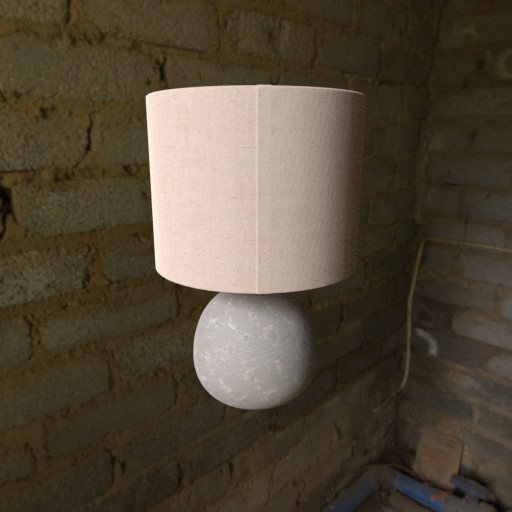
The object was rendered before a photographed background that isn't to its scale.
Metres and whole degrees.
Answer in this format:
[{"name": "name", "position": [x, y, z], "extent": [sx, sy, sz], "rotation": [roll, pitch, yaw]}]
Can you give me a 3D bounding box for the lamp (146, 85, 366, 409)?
[{"name": "lamp", "position": [0.000, 0.000, 0.607], "extent": [0.269, 0.409, 0.269], "rotation": [2, 15, 8]}]
